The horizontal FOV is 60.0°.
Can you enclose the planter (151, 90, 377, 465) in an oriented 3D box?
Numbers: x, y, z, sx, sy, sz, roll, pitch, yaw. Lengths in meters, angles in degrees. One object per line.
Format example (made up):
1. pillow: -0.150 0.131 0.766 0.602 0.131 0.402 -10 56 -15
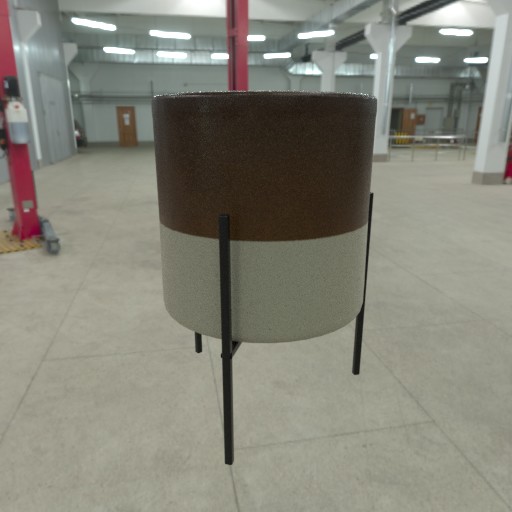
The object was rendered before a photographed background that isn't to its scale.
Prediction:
1. planter: 0.000 0.000 0.556 0.269 0.375 0.255 16 23 41
